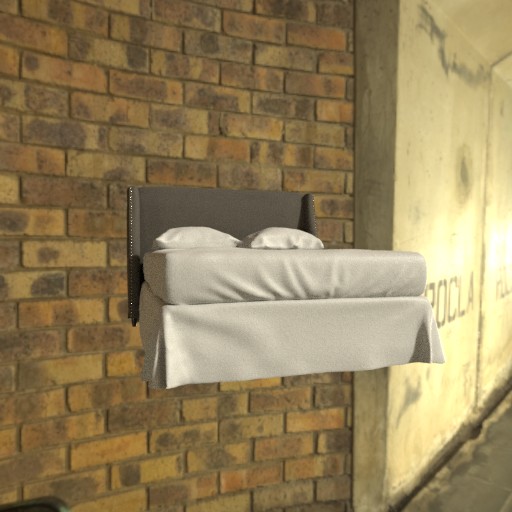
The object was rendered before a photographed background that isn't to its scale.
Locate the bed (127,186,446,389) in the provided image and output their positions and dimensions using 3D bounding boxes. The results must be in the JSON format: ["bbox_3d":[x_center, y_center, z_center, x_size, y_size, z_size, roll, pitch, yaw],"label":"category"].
[{"bbox_3d":[0.000,0.000,3.493,1.925,1.332,2.276,0,1,-17],"label":"bed"}]
